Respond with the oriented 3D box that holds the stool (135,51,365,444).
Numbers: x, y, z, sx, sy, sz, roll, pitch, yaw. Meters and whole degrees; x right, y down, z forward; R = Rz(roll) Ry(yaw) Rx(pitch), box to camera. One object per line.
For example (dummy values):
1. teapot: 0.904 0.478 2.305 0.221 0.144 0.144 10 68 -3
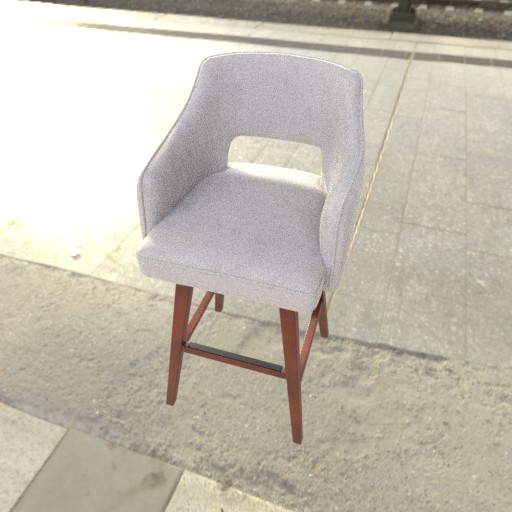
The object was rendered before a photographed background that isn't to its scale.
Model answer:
1. stool: 0.000 0.000 1.331 0.548 1.012 0.558 12 42 13
